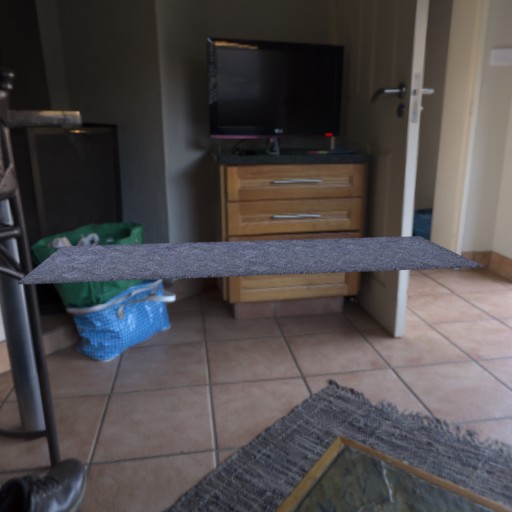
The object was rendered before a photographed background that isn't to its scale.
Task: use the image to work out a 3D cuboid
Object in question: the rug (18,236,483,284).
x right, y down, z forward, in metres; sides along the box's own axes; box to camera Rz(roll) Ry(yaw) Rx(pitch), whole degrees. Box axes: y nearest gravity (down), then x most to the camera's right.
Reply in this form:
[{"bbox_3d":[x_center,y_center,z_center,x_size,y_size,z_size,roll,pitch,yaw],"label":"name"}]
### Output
[{"bbox_3d":[0.000,0.000,2.495,2.296,0.011,0.691,-2,16,-7],"label":"rug"}]
